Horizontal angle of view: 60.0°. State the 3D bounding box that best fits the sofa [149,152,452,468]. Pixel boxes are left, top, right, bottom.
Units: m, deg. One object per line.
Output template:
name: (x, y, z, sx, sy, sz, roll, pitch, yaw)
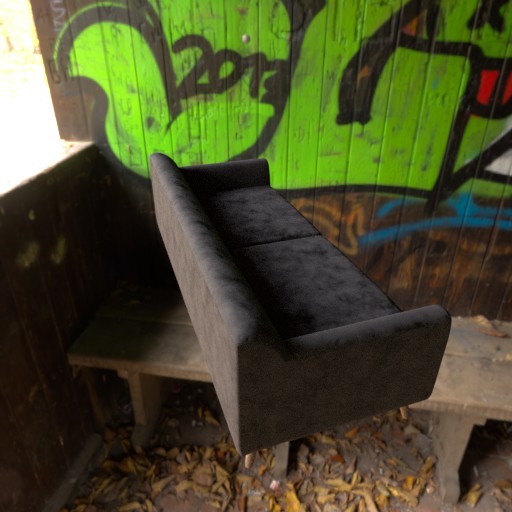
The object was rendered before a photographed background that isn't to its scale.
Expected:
sofa: (0.000, 0.000, 2.601, 0.900, 0.740, 2.190, -10, 31, -16)
